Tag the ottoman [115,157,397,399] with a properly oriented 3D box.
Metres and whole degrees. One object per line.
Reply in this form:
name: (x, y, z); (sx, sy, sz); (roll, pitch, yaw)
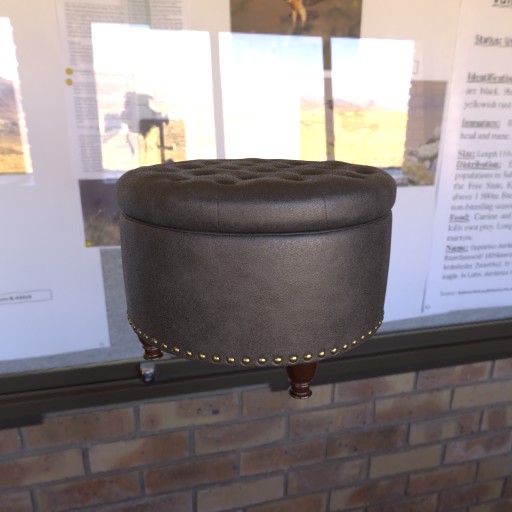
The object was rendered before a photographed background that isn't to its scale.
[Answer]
ottoman: (0.000, 0.000, 1.098); (0.637, 0.442, 0.637); (0, 17, 0)
